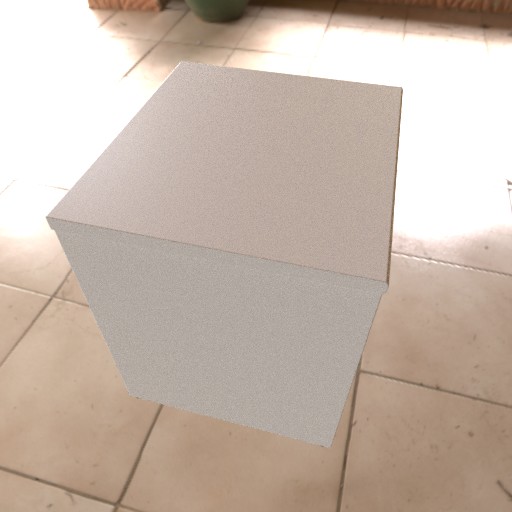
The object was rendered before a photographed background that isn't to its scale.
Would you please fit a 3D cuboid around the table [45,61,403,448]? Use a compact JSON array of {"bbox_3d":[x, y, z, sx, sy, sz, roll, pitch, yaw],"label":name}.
[{"bbox_3d":[0.000,0.000,0.771,0.380,0.460,0.420,11,48,10],"label":"table"}]
